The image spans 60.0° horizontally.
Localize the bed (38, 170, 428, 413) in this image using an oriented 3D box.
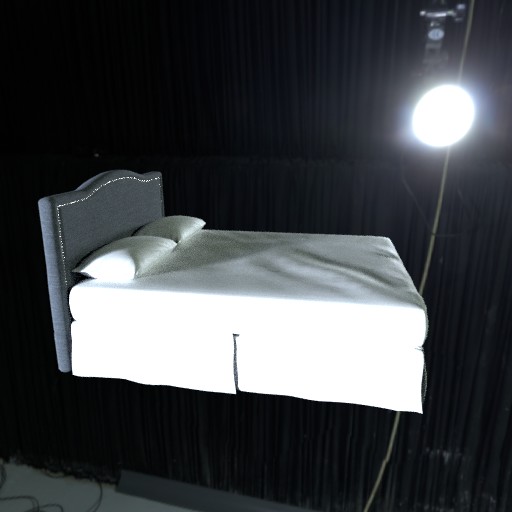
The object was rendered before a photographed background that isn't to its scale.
[{"bbox_3d":[0.000,0.000,3.938,2.689,1.457,2.161,3,16,9],"label":"bed"}]
